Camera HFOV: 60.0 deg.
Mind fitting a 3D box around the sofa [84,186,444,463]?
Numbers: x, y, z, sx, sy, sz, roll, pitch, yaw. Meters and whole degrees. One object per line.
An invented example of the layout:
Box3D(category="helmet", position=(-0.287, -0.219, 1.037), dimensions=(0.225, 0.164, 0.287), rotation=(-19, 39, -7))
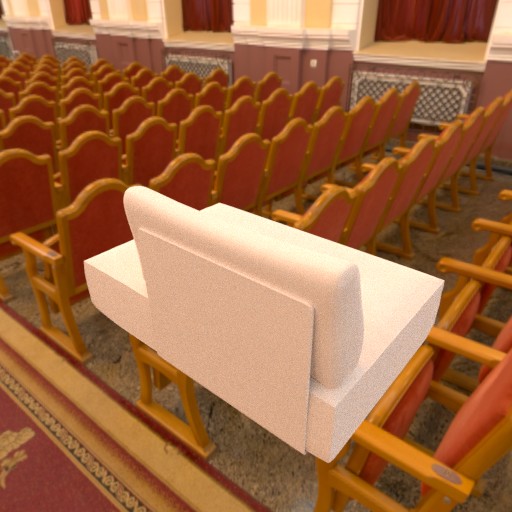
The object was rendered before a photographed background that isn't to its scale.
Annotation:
Box3D(category="sofa", position=(0.000, 0.000, 2.074), dimensions=(1.450, 0.820, 1.000), rotation=(22, 36, 34))
